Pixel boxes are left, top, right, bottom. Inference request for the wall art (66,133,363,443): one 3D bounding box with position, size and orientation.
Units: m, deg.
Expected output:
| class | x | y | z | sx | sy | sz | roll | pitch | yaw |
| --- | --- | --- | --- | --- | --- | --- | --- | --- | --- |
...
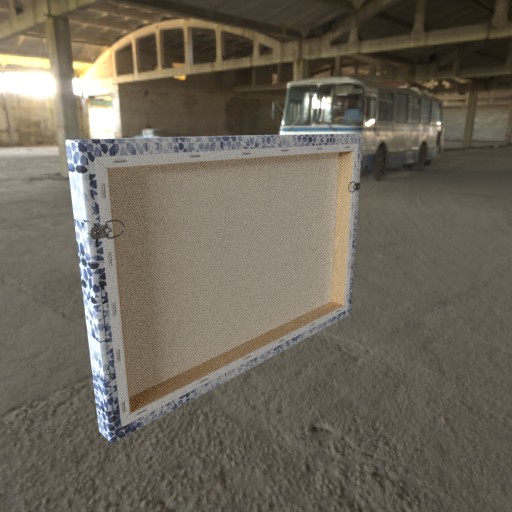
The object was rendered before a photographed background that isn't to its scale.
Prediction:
| class | x | y | z | sx | sy | sz | roll | pitch | yaw |
| --- | --- | --- | --- | --- | --- | --- | --- | --- | --- |
| wall art | 0.000 | 0.000 | 1.160 | 0.057 | 0.608 | 0.911 | 15 | 22 | 42 |
